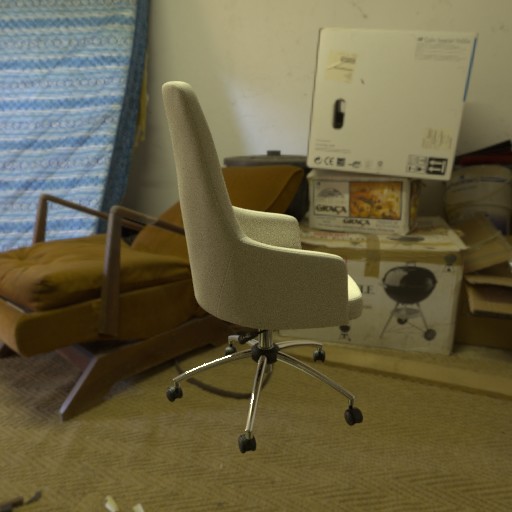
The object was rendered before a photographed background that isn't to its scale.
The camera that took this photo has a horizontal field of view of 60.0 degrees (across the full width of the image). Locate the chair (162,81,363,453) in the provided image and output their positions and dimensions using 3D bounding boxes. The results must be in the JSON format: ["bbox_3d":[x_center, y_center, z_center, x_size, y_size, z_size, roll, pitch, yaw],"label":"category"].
[{"bbox_3d":[0.000,0.000,1.461,0.640,1.049,0.620,-2,16,-8],"label":"chair"}]
